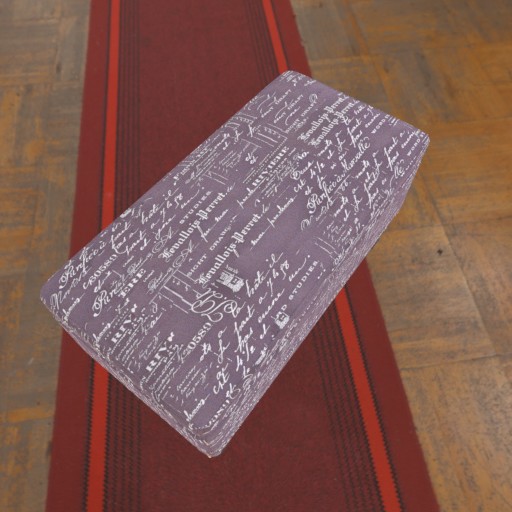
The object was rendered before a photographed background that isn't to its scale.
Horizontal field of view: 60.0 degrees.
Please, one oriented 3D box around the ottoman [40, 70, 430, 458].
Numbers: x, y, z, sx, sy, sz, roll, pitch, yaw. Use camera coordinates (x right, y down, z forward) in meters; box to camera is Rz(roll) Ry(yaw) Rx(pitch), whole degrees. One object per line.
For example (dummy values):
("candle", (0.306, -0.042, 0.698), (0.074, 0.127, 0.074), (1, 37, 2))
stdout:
("ottoman", (0.000, 0.000, 1.064), (0.406, 0.457, 0.813), (33, 64, 18))
